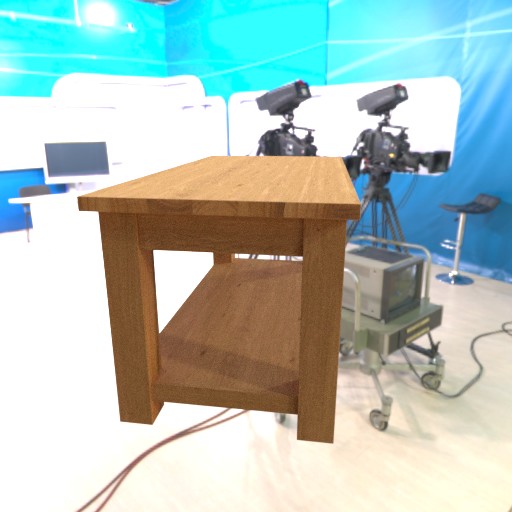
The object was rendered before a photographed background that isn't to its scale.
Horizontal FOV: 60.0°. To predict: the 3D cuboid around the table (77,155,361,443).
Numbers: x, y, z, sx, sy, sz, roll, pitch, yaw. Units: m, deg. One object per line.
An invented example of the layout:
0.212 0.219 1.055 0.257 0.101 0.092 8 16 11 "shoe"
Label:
0.000 0.000 1.175 0.450 0.452 0.899 3 17 8 "table"
